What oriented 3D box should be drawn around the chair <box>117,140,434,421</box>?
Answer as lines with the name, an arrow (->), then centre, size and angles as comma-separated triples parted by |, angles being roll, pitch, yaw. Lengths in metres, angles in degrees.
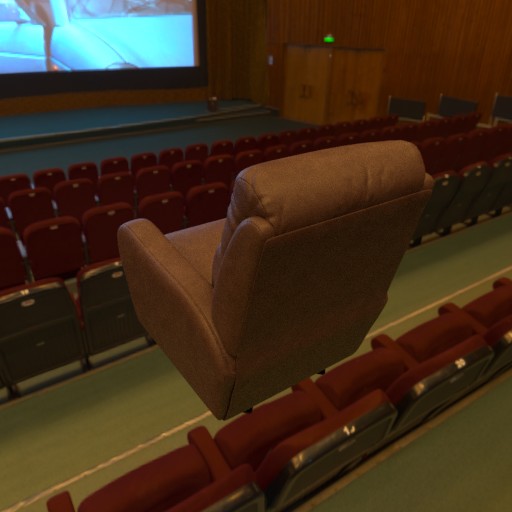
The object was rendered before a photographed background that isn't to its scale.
chair -> 0.000, 0.000, 1.812 | 0.865, 1.067, 1.067 | -18, 34, -29
